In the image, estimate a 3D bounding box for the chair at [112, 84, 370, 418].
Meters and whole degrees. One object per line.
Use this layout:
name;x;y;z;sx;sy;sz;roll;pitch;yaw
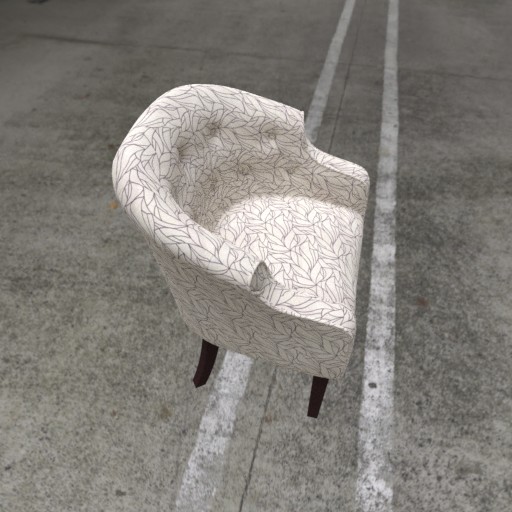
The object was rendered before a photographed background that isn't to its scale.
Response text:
chair;0.000;0.000;1.320;0.613;0.858;0.686;10;48;9
